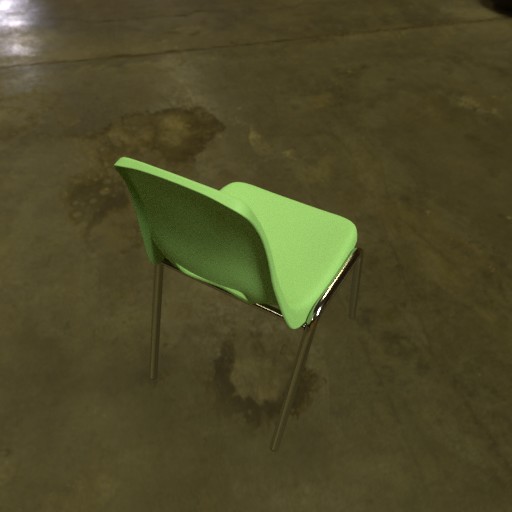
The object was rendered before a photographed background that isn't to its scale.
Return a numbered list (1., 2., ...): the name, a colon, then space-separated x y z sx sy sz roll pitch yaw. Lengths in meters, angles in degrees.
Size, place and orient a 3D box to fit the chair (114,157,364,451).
1. chair: 0.000 0.000 0.916 0.381 0.653 0.436 23 50 21
